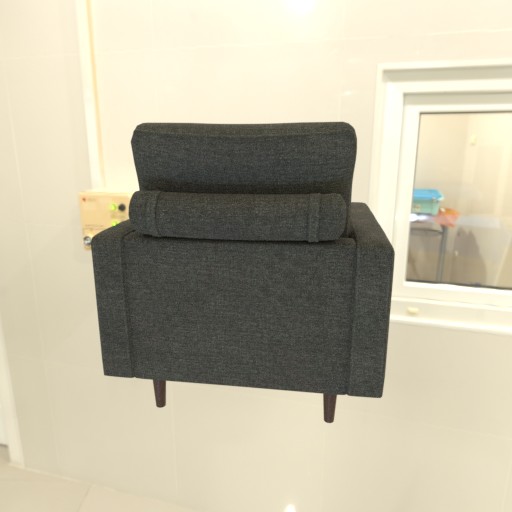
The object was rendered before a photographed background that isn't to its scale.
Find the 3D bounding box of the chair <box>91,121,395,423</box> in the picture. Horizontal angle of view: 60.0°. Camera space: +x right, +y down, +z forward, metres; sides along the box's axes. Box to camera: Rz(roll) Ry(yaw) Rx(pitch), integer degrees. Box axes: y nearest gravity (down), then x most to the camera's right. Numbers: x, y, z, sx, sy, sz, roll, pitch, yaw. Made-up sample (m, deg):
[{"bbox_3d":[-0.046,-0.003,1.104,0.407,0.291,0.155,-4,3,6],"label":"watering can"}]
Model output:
[{"bbox_3d":[0.000,0.000,1.549,0.821,0.880,0.843,2,15,8],"label":"chair"}]
